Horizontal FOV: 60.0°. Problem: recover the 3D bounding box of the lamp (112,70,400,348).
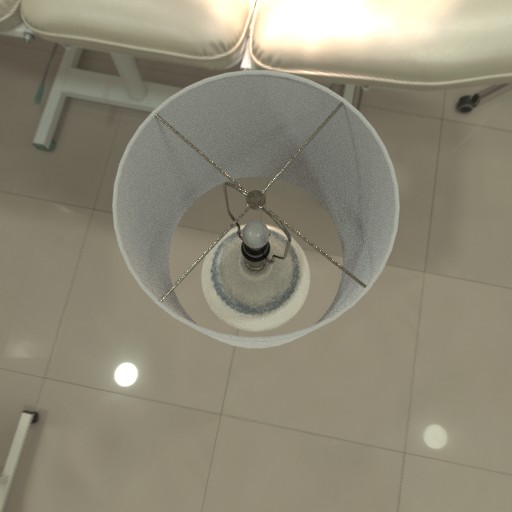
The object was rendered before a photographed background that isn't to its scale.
[{"bbox_3d":[0.000,0.000,0.531,0.216,0.404,0.216,11,77,2],"label":"lamp"}]
